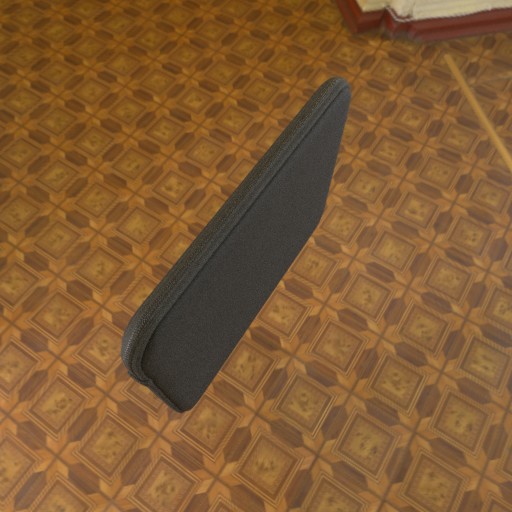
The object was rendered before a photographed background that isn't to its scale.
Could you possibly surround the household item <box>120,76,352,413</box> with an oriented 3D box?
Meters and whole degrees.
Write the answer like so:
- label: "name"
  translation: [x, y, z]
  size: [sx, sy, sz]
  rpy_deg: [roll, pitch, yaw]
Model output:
- label: "household item"
  translation: [0.000, 0.000, 0.541]
  size: [0.030, 0.305, 0.396]
  rpy_deg: [30, 66, 15]
